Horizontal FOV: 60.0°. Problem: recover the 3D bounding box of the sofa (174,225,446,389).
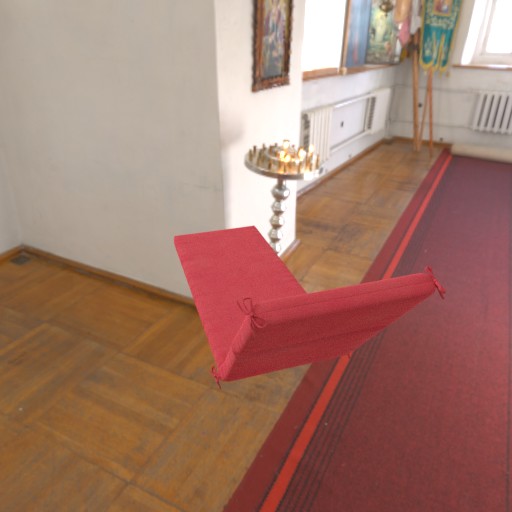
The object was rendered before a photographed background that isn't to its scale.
[{"bbox_3d":[0.000,0.000,1.922,0.582,0.622,1.663,-9,29,-16],"label":"sofa"}]
